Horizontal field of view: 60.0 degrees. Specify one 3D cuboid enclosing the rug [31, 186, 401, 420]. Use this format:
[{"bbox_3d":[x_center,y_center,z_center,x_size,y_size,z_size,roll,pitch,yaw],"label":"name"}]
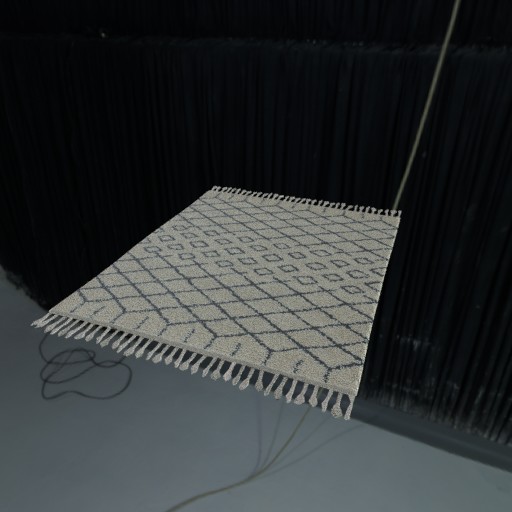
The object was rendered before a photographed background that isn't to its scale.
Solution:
[{"bbox_3d":[0.000,0.000,4.204,2.388,0.030,3.213,11,31,18],"label":"rug"}]
